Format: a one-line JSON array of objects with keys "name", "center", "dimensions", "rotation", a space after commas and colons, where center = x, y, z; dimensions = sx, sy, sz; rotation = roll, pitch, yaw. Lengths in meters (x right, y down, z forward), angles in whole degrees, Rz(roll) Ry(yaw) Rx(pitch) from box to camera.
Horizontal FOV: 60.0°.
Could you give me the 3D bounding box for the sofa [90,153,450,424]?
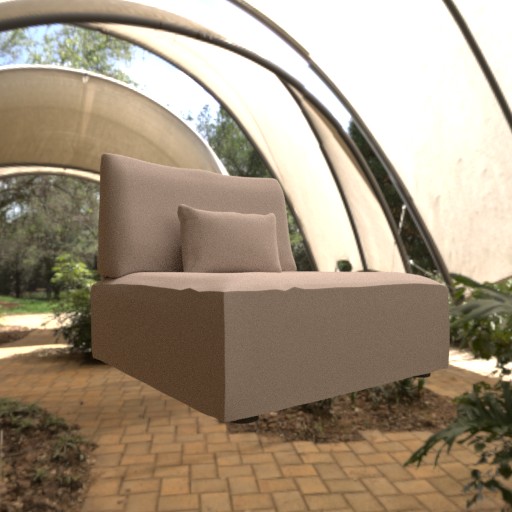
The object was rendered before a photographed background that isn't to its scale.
[{"name": "sofa", "center": [0.000, 0.000, 1.665], "dimensions": [0.935, 0.828, 1.000], "rotation": [1, -2, -37]}]
